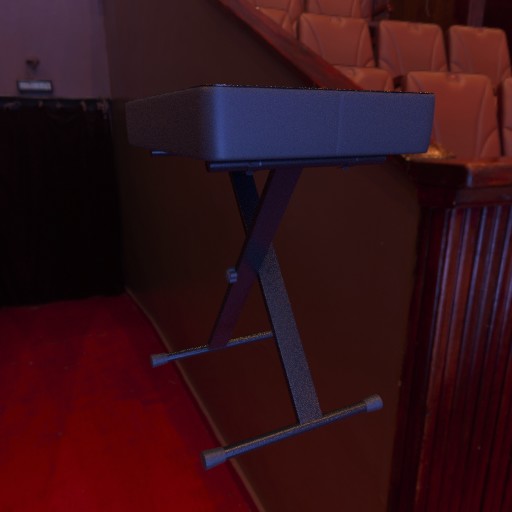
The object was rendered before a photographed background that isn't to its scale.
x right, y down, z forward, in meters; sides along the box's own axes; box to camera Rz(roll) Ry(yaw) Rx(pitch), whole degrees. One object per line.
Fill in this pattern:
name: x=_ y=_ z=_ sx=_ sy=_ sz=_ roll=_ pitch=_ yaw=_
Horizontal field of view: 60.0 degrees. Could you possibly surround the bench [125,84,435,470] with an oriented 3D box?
bench: x=0.000 y=0.000 z=0.745 sx=0.321 sy=0.500 sz=0.424 roll=-8 pitch=18 yaw=-25
